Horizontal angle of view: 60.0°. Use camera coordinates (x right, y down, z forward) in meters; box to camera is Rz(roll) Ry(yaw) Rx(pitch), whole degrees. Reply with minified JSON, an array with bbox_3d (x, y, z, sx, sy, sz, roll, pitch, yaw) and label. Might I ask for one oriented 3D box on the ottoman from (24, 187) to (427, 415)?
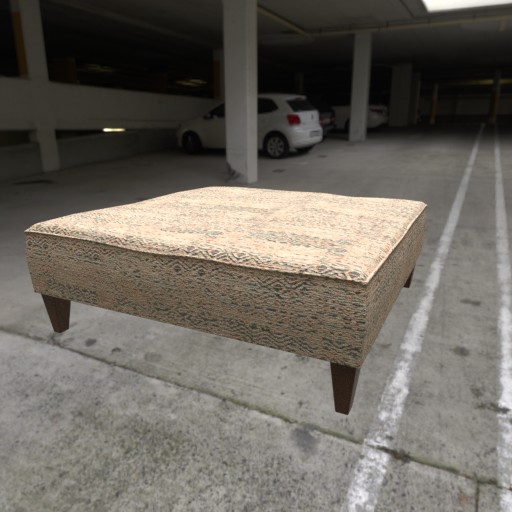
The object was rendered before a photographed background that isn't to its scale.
[{"bbox_3d":[0.000,0.000,1.496,0.968,0.356,1.004,8,18,25],"label":"ottoman"}]
